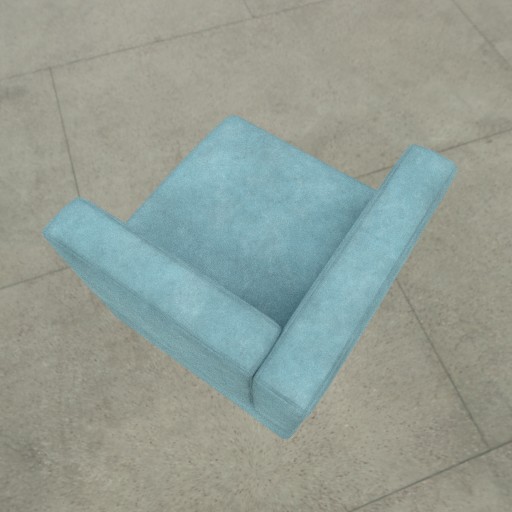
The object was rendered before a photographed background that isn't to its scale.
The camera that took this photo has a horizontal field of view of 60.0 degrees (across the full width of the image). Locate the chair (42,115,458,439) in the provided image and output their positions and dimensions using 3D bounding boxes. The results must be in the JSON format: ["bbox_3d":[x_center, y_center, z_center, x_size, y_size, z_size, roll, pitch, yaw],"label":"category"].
[{"bbox_3d":[0.000,0.000,1.236,0.684,0.660,0.691,32,68,14],"label":"chair"}]
